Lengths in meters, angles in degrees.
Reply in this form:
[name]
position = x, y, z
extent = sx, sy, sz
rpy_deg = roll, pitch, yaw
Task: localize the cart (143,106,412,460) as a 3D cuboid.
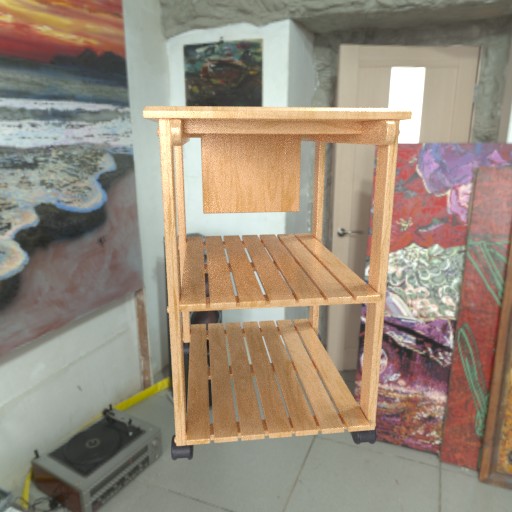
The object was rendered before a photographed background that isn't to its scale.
[cart]
position = 0.000, 0.000, 1.334
extent = 0.520, 0.816, 0.843
rpy_deg = -2, 15, -7
